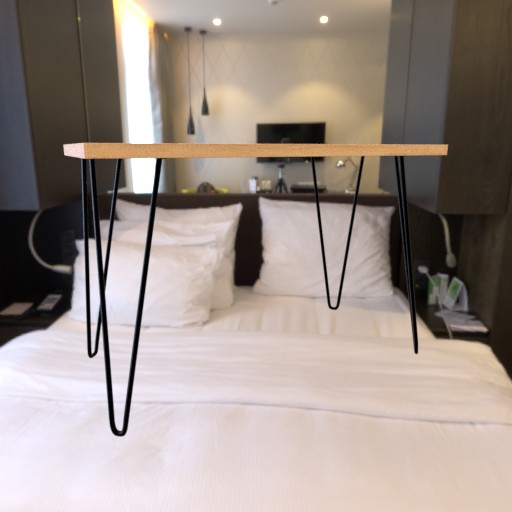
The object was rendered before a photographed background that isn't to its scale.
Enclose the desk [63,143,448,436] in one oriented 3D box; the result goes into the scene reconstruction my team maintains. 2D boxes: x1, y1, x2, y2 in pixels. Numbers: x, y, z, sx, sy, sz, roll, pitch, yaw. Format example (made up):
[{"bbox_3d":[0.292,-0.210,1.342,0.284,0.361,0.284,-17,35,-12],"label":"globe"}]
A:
[{"bbox_3d":[0.000,0.000,1.356,0.991,0.660,0.499,-7,15,-26],"label":"desk"}]
